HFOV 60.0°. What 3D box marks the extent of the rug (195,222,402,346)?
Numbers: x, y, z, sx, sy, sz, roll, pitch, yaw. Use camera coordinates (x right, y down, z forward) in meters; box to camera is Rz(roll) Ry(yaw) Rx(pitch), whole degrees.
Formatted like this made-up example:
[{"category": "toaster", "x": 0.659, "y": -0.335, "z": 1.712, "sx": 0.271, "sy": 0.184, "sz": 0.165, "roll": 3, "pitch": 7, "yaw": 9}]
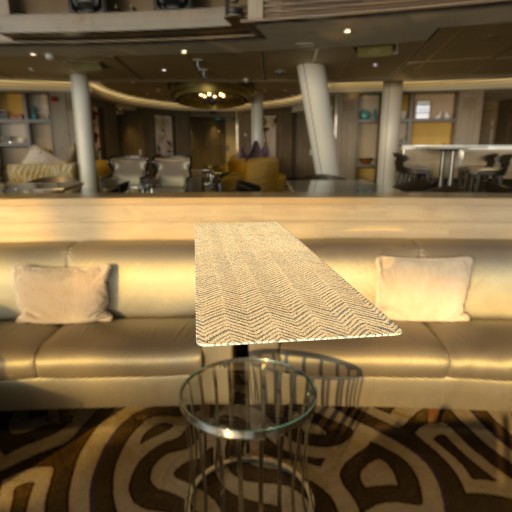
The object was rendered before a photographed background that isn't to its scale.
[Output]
[{"category": "rug", "x": 0.000, "y": 0.000, "z": 2.517, "sx": 0.686, "sy": 0.008, "sz": 2.286, "roll": -2, "pitch": 14, "yaw": -8}]
